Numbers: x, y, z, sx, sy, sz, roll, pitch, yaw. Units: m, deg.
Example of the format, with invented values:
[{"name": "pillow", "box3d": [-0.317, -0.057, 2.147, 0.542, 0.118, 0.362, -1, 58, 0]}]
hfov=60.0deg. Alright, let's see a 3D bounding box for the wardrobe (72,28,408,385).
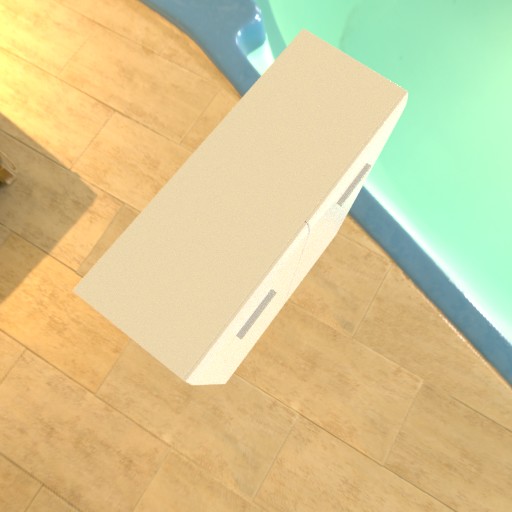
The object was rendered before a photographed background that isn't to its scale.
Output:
[{"name": "wardrobe", "box3d": [0.000, 0.000, 1.643, 0.360, 1.200, 0.900, 36, 77, 10]}]
